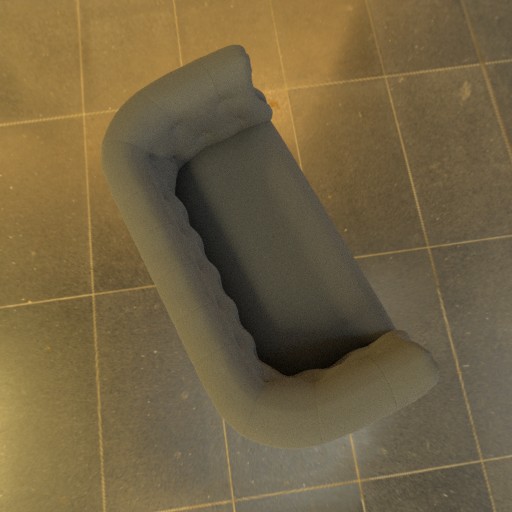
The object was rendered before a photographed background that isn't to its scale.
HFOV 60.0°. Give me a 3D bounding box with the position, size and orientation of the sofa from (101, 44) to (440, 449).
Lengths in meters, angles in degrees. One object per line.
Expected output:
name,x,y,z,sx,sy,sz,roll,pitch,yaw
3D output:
sofa,0.000,0.000,1.976,0.835,0.827,1.558,-27,77,-7
